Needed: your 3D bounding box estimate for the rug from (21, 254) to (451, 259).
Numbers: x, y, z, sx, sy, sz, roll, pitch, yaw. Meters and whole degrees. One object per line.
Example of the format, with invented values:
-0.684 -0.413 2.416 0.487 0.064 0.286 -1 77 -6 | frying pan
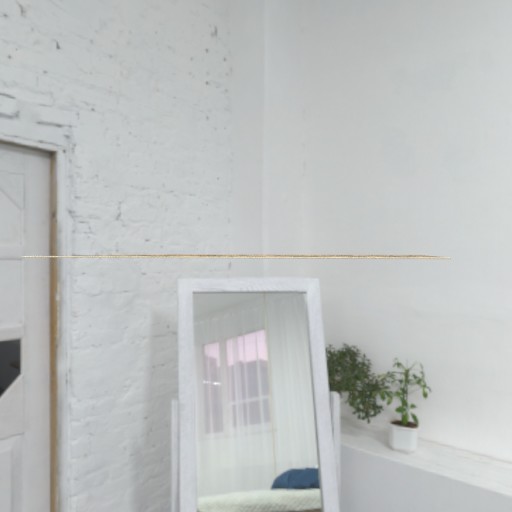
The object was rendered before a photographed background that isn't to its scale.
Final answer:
0.000 0.000 4.001 2.977 0.008 2.380 0 0 17 | rug
